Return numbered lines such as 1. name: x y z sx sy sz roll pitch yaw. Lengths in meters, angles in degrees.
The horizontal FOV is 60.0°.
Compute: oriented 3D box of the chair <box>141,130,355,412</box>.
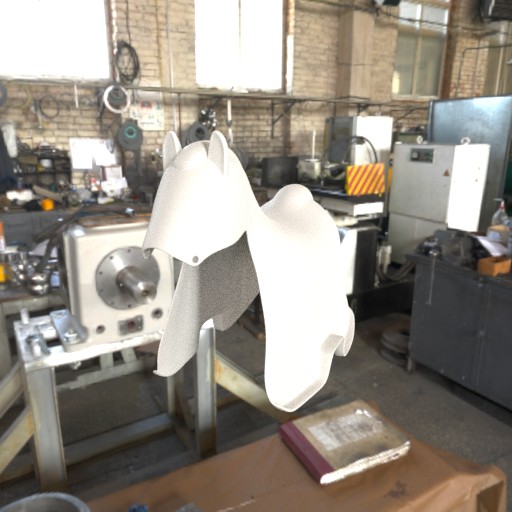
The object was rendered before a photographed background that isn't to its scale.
1. chair: 0.000 0.000 1.136 0.429 0.612 0.800 7 17 25
